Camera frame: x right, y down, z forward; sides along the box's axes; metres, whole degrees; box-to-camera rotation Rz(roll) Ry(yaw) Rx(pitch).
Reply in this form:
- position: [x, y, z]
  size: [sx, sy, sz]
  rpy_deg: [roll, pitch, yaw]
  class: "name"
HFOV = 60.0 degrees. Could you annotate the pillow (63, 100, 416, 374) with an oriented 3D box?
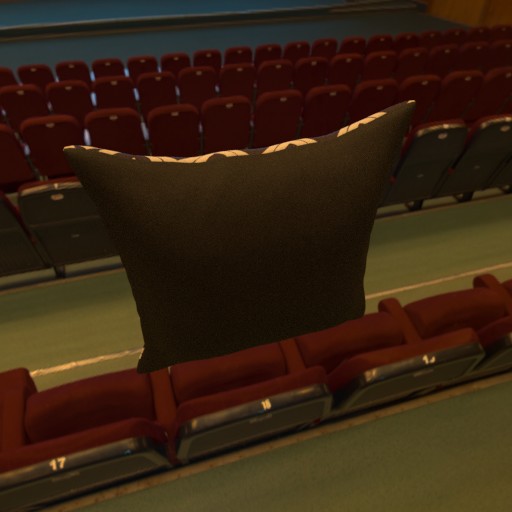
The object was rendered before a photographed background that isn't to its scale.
- position: [0.000, 0.000, 0.771]
  size: [0.504, 0.494, 0.188]
  rpy_deg: [-12, 43, -13]
  class: "pillow"
